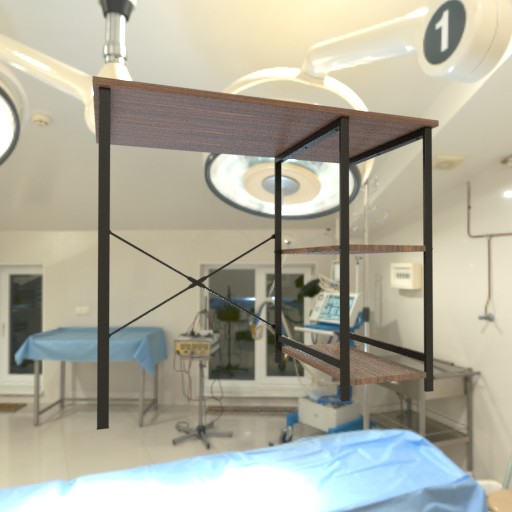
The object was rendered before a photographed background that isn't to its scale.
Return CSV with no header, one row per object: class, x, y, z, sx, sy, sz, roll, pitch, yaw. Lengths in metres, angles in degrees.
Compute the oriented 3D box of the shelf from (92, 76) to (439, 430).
shelf,0.000,0.000,1.313,0.902,0.750,0.498,0,-1,-19
